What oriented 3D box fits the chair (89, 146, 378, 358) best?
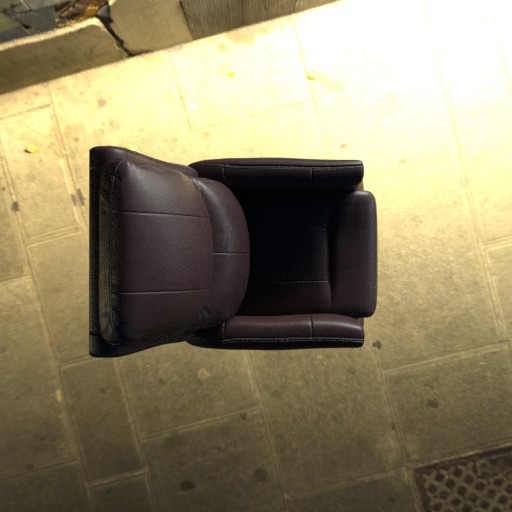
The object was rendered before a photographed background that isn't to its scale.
[{"bbox_3d":[0.000,0.000,1.834,1.080,1.030,0.829,0,89,1],"label":"chair"}]
